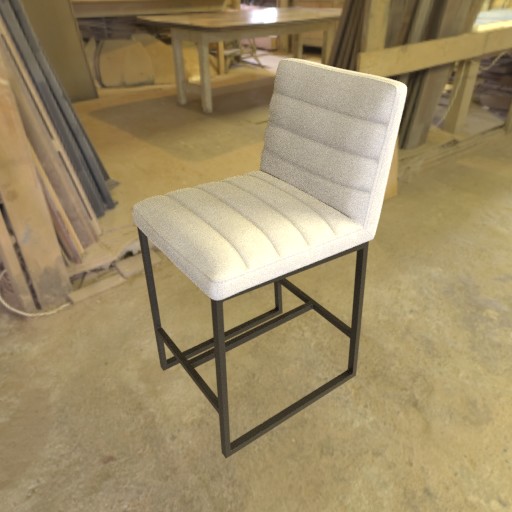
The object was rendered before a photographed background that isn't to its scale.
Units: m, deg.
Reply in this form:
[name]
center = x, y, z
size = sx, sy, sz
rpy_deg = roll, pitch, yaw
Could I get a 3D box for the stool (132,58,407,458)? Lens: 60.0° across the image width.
[stool]
center = 0.000, 0.000, 1.290
size = 0.567, 0.971, 0.459
rpy_deg = -21, 39, -29
